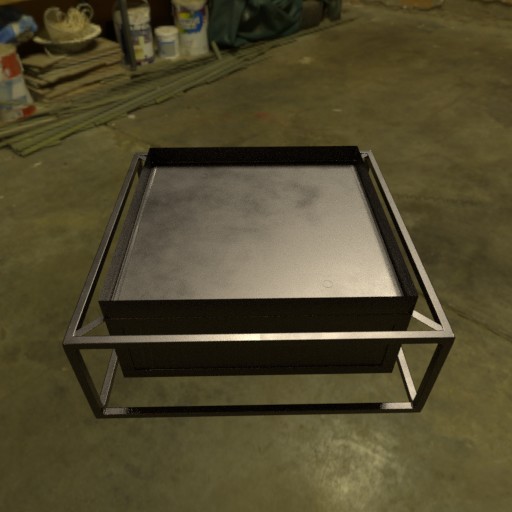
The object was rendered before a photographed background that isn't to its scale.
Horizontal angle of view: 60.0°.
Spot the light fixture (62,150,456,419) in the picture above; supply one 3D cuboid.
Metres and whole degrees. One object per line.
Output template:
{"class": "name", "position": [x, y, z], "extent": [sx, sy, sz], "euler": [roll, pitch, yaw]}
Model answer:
{"class": "light fixture", "position": [0.000, 0.000, 0.705], "extent": [0.441, 0.191, 0.441], "euler": [-1, 41, -1]}
